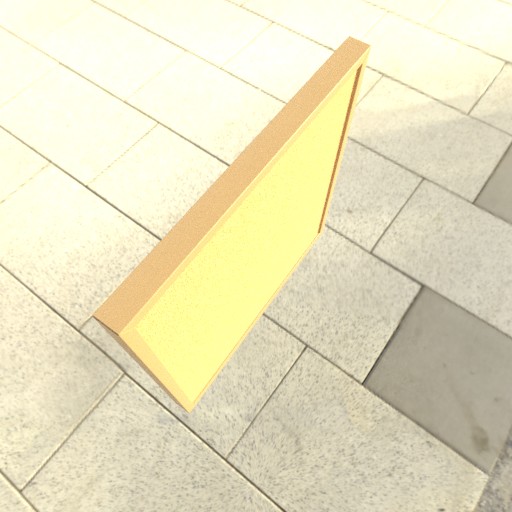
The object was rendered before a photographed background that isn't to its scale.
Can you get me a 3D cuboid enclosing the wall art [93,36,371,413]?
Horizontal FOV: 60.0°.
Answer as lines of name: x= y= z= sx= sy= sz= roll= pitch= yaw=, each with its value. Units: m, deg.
wall art: x=0.000 y=0.000 z=0.750 sx=0.036 sy=0.509 sz=0.509 roll=32 pitch=67 yaw=15
